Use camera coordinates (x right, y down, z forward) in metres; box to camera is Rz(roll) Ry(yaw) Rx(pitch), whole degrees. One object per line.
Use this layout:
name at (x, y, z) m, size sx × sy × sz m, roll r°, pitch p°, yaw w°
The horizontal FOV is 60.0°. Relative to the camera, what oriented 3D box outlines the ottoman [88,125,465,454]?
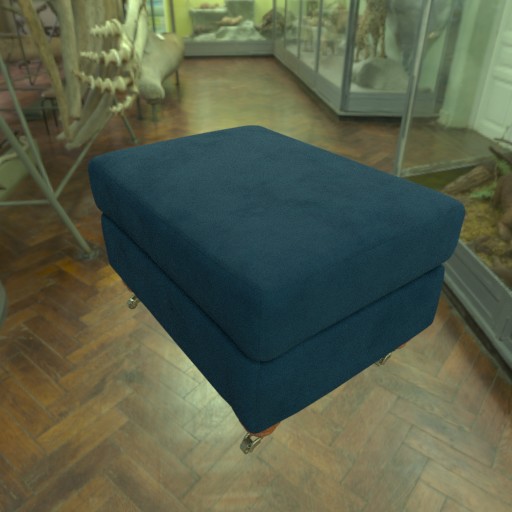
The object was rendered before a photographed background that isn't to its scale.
ottoman at (0.000, 0.000, 1.140) m, size 0.572 × 0.503 × 0.773 m, roll -21°, pitch 38°, yaw -30°
